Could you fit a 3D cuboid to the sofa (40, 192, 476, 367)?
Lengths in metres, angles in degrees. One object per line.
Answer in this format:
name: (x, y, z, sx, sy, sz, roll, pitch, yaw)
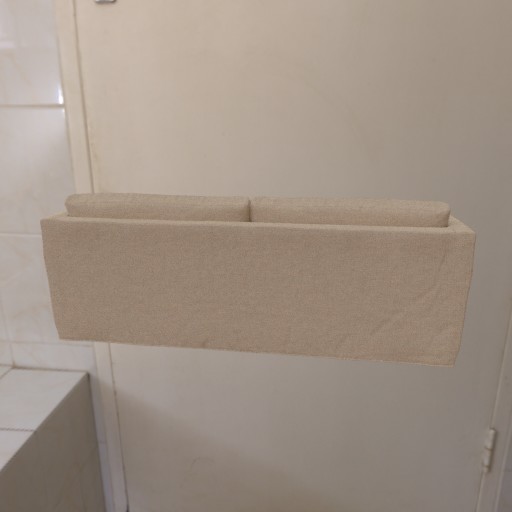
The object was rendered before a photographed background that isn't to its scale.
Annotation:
sofa: (0.000, 0.000, 2.797, 2.312, 0.853, 0.962, 2, 17, 8)
